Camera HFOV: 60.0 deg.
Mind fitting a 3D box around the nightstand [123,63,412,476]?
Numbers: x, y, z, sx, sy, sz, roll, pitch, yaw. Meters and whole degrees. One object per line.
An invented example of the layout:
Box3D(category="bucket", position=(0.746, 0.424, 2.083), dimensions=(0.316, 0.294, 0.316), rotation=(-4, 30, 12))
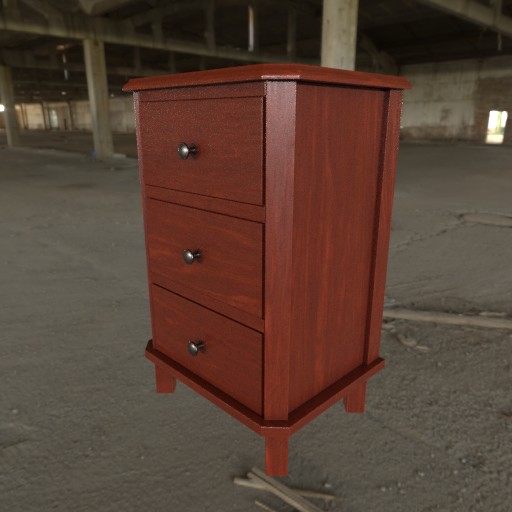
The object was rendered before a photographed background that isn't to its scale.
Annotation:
Box3D(category="nightstand", position=(0.000, 0.000, 0.914), dimensions=(0.351, 0.681, 0.435), rotation=(-16, 24, -42))
